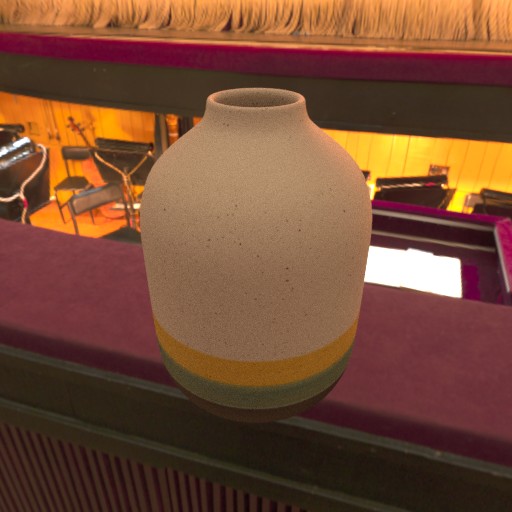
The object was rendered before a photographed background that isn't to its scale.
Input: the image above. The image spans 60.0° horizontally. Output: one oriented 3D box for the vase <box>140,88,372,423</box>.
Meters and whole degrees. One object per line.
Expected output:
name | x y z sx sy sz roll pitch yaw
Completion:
vase | 0.000 0.000 0.349 0.169 0.240 0.169 0 31 0
